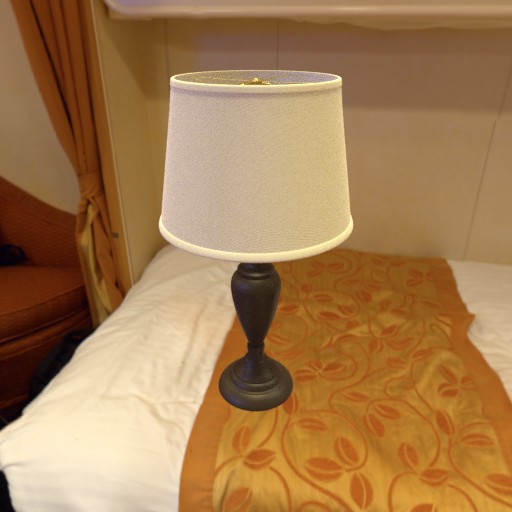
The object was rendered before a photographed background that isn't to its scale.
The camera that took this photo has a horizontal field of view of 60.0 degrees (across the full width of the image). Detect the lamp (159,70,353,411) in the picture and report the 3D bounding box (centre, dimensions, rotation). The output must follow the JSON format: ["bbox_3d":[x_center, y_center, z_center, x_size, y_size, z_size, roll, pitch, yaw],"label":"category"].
[{"bbox_3d":[0.000,0.000,0.812,0.335,0.611,0.335,0,27,0],"label":"lamp"}]
